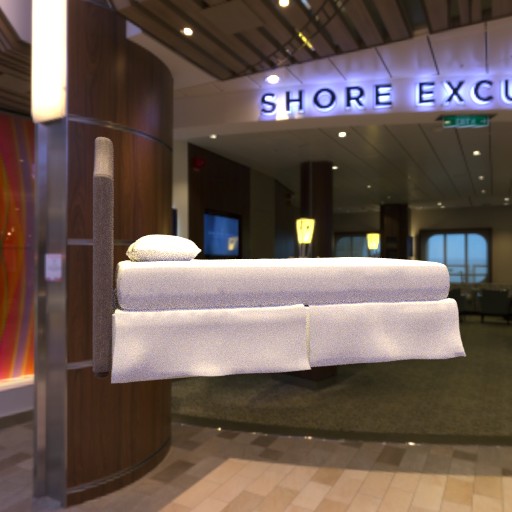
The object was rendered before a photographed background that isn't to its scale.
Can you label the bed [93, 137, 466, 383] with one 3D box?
[{"bbox_3d":[0.000,0.000,4.142,2.773,1.590,2.350,0,0,-18],"label":"bed"}]
